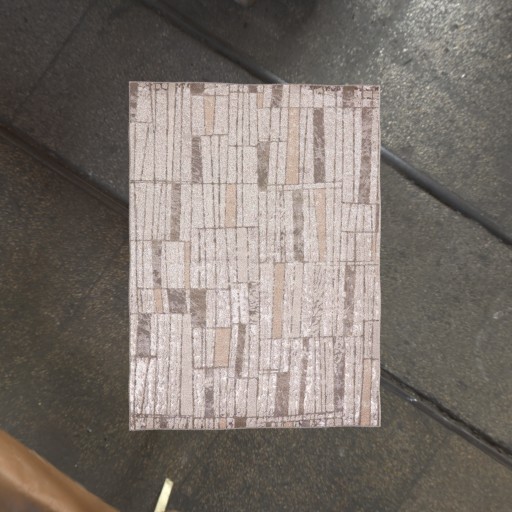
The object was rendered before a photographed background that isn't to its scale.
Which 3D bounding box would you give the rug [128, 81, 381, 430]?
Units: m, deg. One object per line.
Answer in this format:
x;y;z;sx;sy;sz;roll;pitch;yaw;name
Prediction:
0.000;0.000;4.299;2.449;0.019;3.357;0;90;-2;rug
